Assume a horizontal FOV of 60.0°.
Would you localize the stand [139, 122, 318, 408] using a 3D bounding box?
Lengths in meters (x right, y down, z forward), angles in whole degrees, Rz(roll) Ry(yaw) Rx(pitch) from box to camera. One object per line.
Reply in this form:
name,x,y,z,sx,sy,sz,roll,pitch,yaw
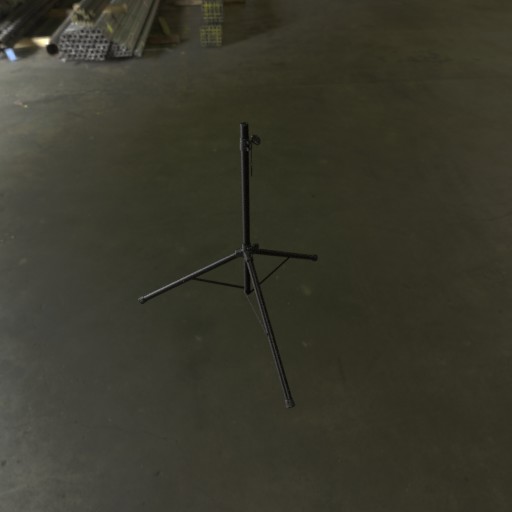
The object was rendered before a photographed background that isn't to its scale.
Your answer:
stand,0.000,0.000,2.849,1.596,1.595,1.339,-13,43,-14
